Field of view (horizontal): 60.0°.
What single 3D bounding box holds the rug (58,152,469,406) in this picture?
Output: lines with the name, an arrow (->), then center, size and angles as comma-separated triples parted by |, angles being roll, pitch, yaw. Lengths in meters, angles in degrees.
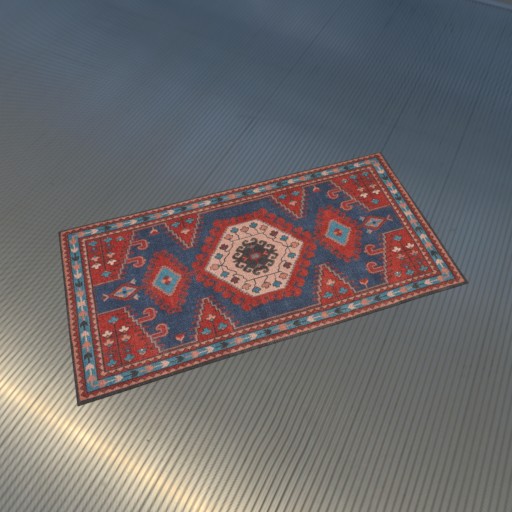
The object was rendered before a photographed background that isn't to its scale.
rug -> 0.000, 0.000, 3.620 | 3.032, 0.034, 1.522 | -16, 59, -10
